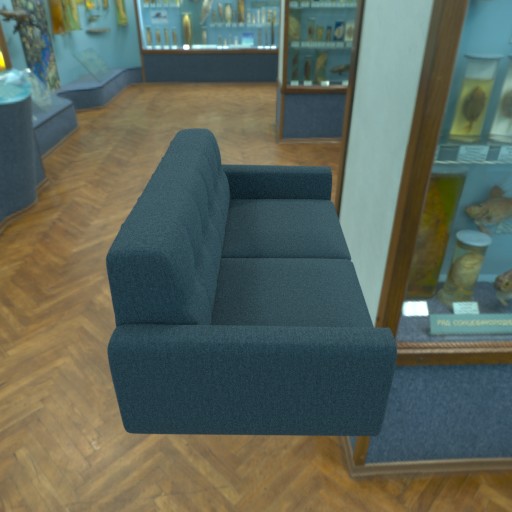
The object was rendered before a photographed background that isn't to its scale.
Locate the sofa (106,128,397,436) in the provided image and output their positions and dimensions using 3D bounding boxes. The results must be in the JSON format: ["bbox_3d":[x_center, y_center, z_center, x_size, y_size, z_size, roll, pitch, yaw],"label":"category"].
[{"bbox_3d":[0.000,0.000,2.160,0.942,0.896,1.651,0,31,1],"label":"sofa"}]
